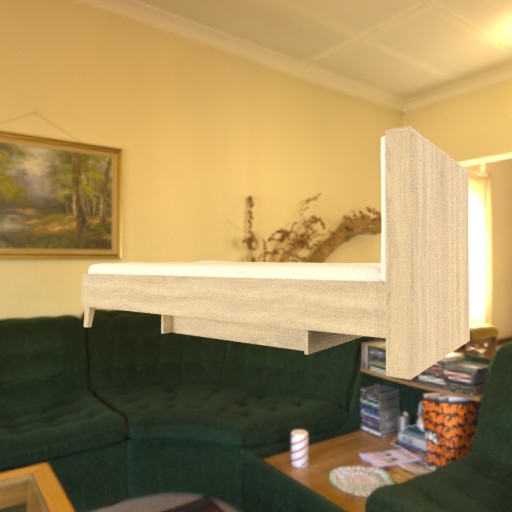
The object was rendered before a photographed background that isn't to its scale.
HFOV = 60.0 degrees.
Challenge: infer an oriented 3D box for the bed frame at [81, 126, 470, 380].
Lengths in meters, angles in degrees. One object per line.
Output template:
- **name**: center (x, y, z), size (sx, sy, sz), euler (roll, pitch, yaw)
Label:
- **bed frame**: center (0.000, 0.000, 2.644), size (2.140, 0.920, 0.990), euler (-1, -1, 37)
